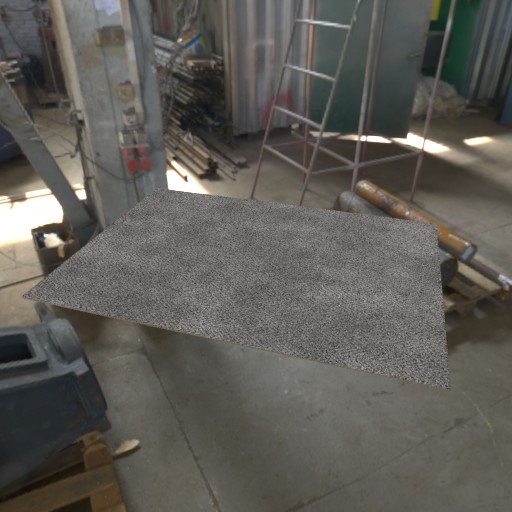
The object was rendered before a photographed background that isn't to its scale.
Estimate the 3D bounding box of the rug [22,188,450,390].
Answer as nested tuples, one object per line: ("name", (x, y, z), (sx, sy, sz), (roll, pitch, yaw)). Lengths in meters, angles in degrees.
("rug", (0.000, 0.000, 2.828), (2.235, 0.008, 1.600), (9, 33, 14))
